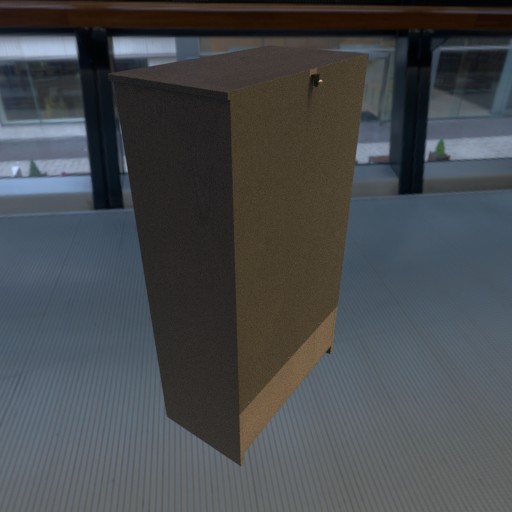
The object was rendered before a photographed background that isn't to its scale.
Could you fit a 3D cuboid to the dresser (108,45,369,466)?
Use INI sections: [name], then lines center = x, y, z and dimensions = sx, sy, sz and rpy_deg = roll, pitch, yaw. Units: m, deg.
[dresser]
center = 0.000, 0.000, 1.552
dimensions = 0.418, 1.254, 0.704
rpy_deg = 20, 37, 30
